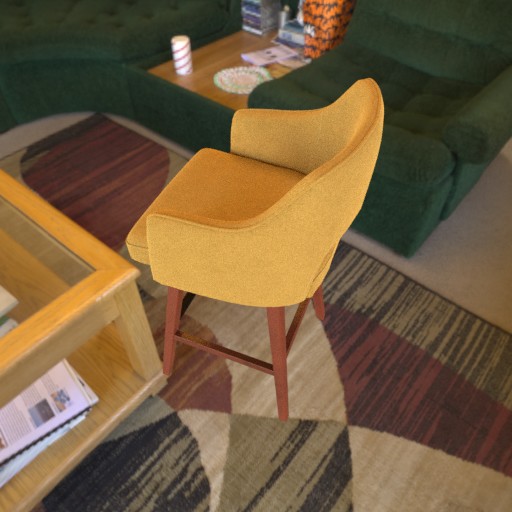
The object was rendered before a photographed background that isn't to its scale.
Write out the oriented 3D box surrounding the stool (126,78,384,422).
[{"bbox_3d":[0.000,0.000,1.326,0.558,1.012,0.548,17,49,15],"label":"stool"}]
